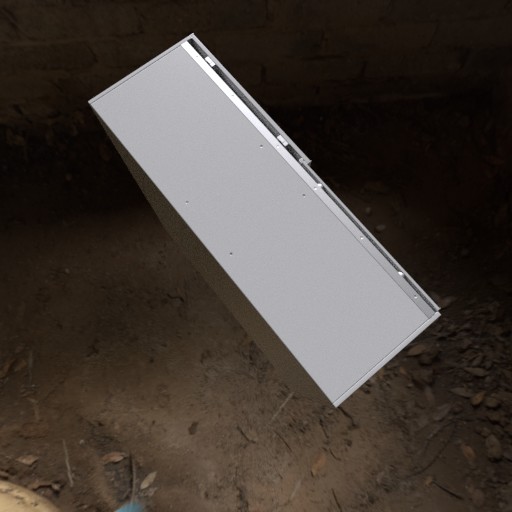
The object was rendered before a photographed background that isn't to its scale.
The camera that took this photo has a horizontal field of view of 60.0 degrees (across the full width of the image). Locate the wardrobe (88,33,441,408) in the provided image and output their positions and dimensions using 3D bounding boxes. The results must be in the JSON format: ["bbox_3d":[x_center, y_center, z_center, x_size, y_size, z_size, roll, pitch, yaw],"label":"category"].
[{"bbox_3d":[0.000,0.000,2.922,0.629,1.960,1.780,-38,78,-10],"label":"wardrobe"}]
